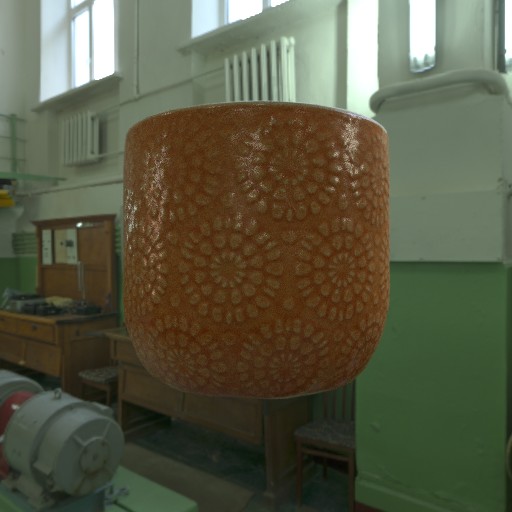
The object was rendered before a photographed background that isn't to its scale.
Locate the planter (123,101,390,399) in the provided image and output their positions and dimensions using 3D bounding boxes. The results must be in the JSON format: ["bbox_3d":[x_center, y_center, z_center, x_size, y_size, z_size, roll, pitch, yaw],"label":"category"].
[{"bbox_3d":[0.000,0.000,0.287,0.170,0.152,0.170,0,0,0],"label":"planter"}]
